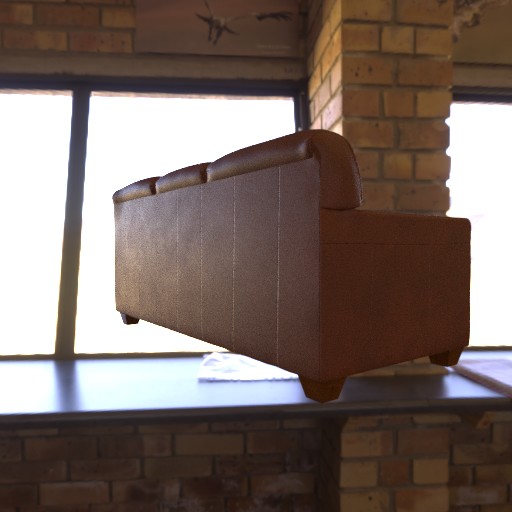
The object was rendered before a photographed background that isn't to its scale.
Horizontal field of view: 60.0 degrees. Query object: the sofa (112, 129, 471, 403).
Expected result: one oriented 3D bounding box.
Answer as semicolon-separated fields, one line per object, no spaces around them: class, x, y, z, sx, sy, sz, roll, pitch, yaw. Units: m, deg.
sofa;0.000;0.000;2.512;1.008;0.953;2.039;-1;1;-36
